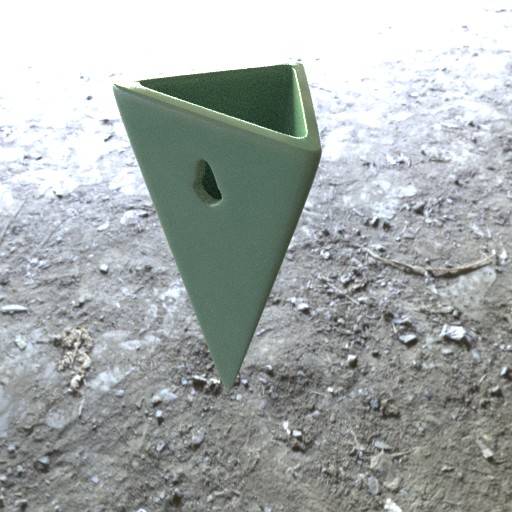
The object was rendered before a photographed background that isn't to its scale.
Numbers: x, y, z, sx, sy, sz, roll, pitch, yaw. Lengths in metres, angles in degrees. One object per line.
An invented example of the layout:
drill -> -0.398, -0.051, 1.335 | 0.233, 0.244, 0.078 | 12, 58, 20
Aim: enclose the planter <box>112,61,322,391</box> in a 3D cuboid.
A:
planter -> 0.000, 0.000, 0.218 | 0.080, 0.178, 0.064 | 25, 51, 22
